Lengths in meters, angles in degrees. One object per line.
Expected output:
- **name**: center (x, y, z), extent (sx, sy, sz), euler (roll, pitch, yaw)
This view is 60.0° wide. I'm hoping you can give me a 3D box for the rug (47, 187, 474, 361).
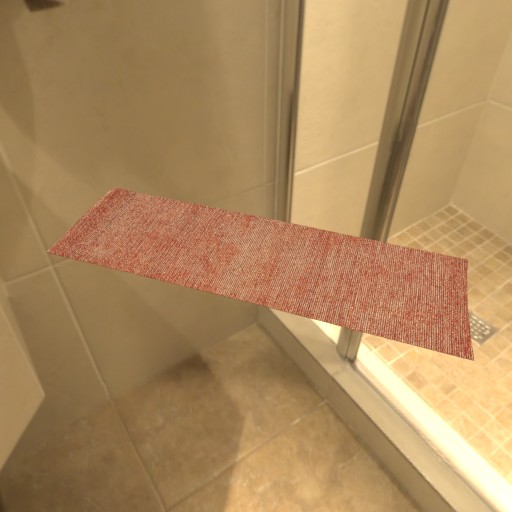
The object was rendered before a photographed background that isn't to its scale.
- **rug**: center (0.000, 0.000, 2.563), extent (2.353, 0.013, 0.718), euler (13, 44, 14)
